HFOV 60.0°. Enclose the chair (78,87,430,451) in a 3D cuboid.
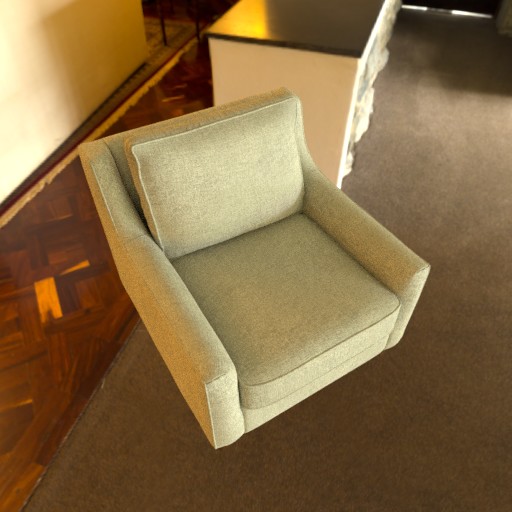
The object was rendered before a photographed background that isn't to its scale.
[{"bbox_3d":[0.000,0.000,1.571,0.838,0.864,0.918,-24,50,-21],"label":"chair"}]
